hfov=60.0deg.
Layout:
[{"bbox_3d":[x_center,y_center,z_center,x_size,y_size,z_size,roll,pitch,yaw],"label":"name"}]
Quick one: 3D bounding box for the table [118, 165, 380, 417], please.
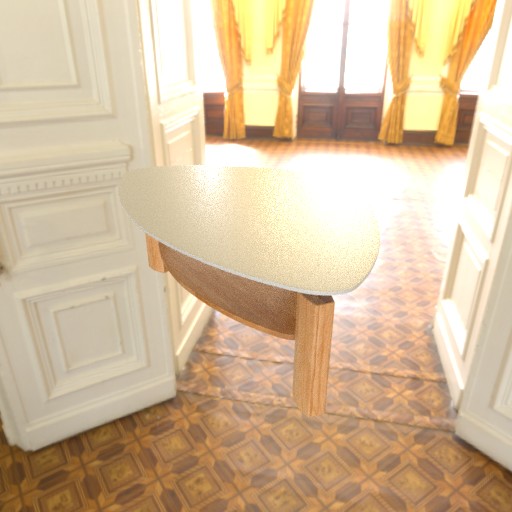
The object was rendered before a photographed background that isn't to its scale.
[{"bbox_3d":[0.000,0.000,1.636,0.850,0.440,1.250,-17,31,-31],"label":"table"}]
